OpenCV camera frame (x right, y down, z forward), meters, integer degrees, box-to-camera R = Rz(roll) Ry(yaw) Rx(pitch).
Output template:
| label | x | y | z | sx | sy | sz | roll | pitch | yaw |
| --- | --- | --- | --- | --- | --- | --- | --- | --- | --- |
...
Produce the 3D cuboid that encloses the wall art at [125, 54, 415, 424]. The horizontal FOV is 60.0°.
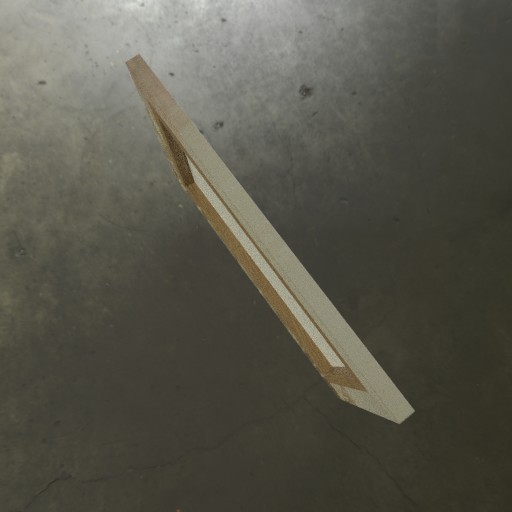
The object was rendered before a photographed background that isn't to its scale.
| label | x | y | z | sx | sy | sz | roll | pitch | yaw |
| --- | --- | --- | --- | --- | --- | --- | --- | --- | --- |
| wall art | 0.000 | 0.000 | 1.171 | 0.040 | 0.608 | 0.916 | -35 | 79 | -8 |
